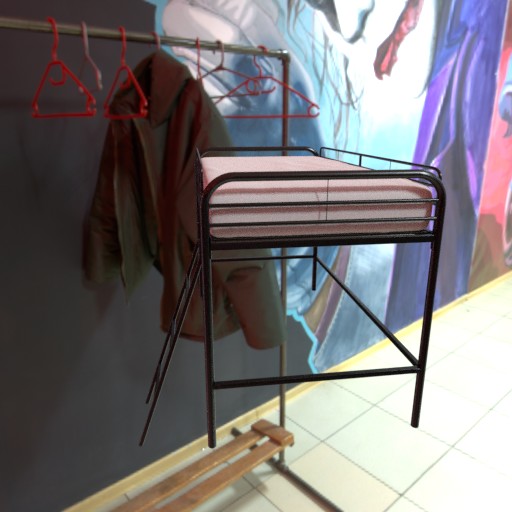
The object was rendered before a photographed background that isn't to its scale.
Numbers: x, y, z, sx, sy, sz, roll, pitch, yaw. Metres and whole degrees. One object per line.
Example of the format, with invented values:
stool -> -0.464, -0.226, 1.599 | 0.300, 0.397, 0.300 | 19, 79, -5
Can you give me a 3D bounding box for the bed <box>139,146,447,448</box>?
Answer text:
bed -> 0.000, 0.000, 2.888 | 1.393, 1.289, 1.968 | -2, 17, -8
